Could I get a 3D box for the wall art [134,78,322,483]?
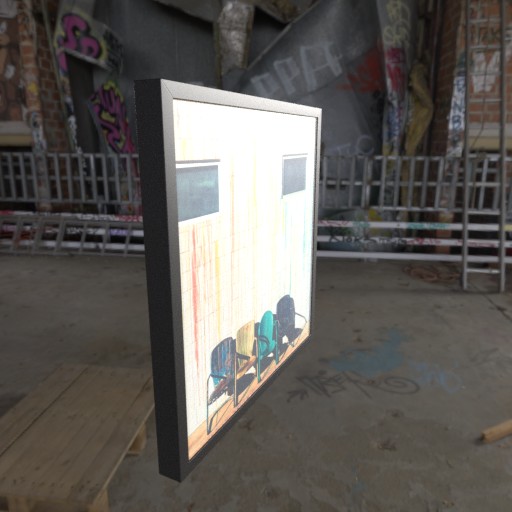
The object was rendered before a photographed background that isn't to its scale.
[{"bbox_3d":[0.000,0.000,0.754,0.037,0.506,0.506,7,16,27],"label":"wall art"}]
